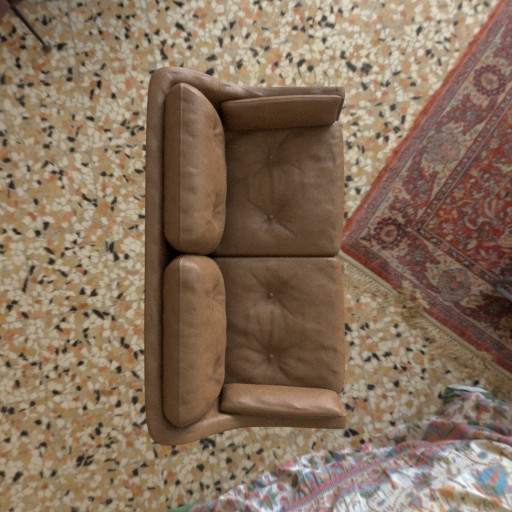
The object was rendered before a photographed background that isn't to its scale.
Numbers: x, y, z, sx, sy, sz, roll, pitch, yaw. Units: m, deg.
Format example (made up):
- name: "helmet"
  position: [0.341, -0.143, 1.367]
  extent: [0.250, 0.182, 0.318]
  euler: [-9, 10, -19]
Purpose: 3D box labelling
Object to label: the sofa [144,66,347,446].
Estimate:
- name: "sofa"
  position: [0.000, 0.000, 2.309]
  extent: [0.981, 0.886, 1.731]
  euler: [0, 88, -1]
